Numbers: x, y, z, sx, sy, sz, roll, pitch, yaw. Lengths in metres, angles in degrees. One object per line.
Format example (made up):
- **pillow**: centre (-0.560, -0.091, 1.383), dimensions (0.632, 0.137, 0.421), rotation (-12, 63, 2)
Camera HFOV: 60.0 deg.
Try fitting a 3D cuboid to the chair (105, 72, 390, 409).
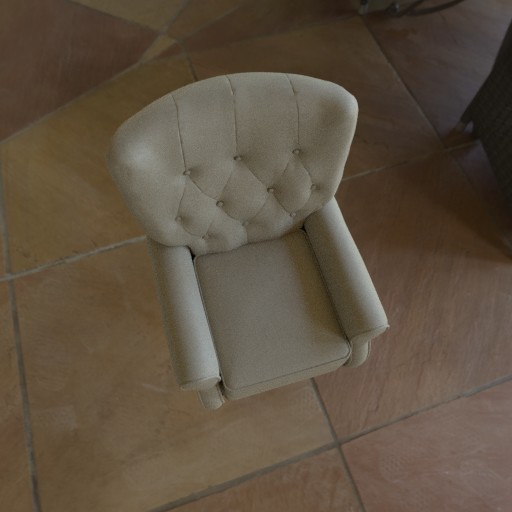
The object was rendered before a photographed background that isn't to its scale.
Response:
- **chair**: centre (0.000, 0.000, 1.933), dimensions (0.943, 1.158, 1.059), rotation (-14, 65, -7)
